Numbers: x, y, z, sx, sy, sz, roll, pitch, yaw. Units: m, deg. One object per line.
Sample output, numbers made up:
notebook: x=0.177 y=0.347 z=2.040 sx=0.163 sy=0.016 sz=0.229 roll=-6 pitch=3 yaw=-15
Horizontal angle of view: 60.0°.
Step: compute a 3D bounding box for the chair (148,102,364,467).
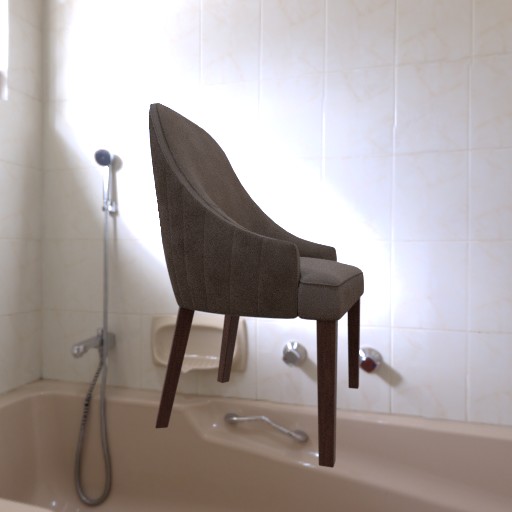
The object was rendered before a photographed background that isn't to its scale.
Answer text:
chair: x=0.000 y=0.000 z=1.301 sx=0.575 sy=0.889 sz=0.643 roll=0 pitch=0 yaw=18
